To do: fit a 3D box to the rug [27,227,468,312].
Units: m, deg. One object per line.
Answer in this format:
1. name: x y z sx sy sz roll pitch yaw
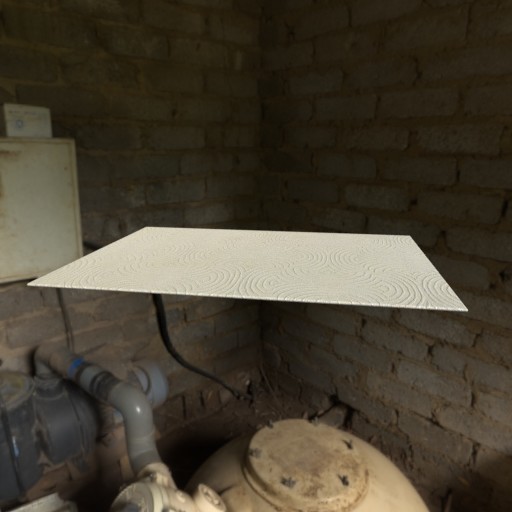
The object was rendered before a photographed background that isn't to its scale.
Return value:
1. rug: 0.000 0.000 2.833 2.132 0.015 1.526 2 15 9
